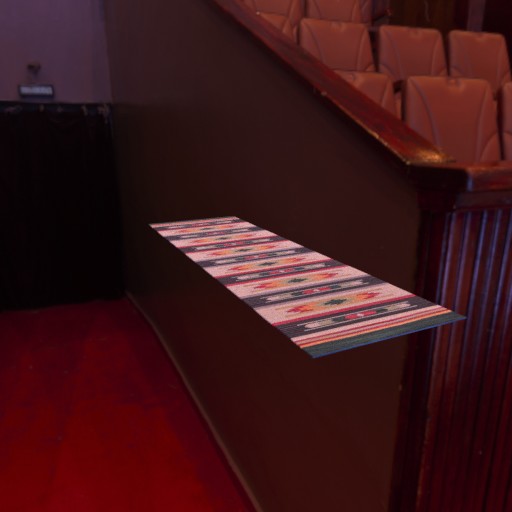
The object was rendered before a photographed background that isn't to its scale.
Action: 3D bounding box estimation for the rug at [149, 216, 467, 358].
[{"bbox_3d":[0.000,0.000,2.735,0.760,0.009,2.440,-8,18,-25],"label":"rug"}]
